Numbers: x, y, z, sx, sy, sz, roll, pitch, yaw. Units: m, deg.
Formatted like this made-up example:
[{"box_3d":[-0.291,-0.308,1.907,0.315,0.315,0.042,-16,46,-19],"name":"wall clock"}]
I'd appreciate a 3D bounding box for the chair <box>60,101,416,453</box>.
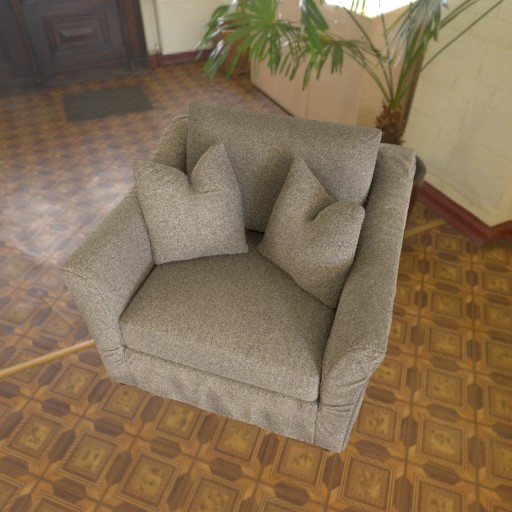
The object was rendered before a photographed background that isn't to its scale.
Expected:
[{"box_3d":[0.000,0.000,1.987,1.194,1.059,1.071,13,43,14],"name":"chair"}]
